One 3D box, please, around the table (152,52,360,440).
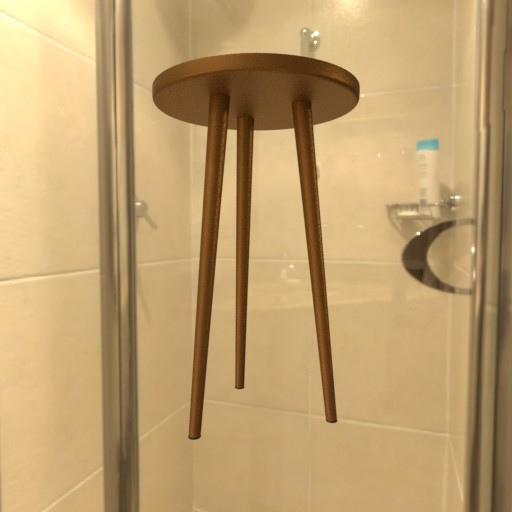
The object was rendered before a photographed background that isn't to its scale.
[{"bbox_3d":[0.000,0.000,0.667,0.299,0.480,0.299,-1,3,-18],"label":"table"}]
